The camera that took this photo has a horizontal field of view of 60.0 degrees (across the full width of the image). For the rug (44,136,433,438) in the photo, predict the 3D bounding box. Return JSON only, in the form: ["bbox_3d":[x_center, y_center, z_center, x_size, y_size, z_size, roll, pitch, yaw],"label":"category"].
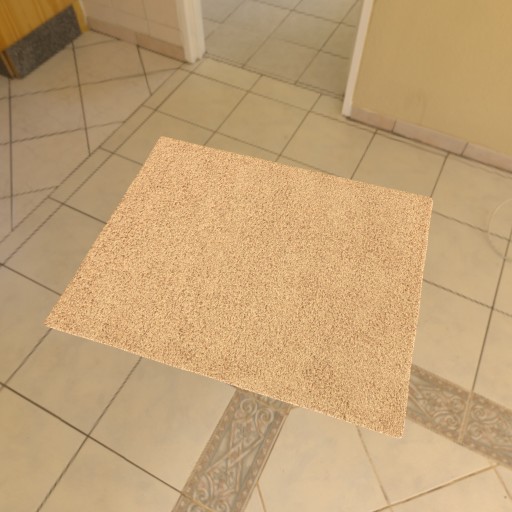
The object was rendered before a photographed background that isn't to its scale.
[{"bbox_3d":[0.000,0.000,4.168,3.047,0.029,2.438,15,58,9],"label":"rug"}]
